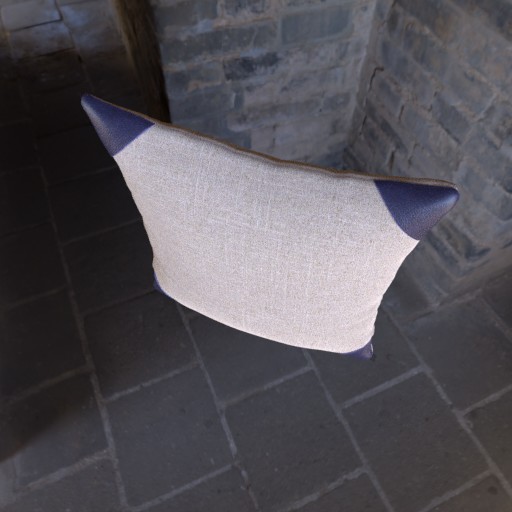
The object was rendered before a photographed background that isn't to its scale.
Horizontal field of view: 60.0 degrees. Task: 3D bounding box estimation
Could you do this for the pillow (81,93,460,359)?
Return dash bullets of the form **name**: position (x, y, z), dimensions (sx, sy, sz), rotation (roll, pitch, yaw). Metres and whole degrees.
- **pillow**: position (0.000, 0.000, 0.656), dimensions (0.440, 0.441, 0.147), rotation (16, 58, 11)
